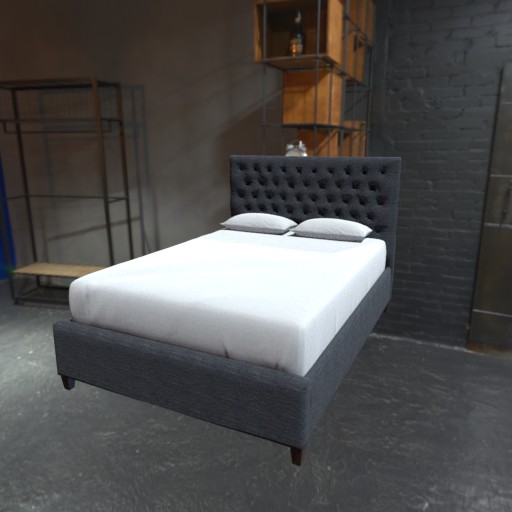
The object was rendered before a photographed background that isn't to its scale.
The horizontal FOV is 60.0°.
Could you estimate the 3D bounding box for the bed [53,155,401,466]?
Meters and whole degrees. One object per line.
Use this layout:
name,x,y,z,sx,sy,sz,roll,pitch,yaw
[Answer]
bed,0.000,0.000,3.358,1.698,1.427,2.387,7,16,25
